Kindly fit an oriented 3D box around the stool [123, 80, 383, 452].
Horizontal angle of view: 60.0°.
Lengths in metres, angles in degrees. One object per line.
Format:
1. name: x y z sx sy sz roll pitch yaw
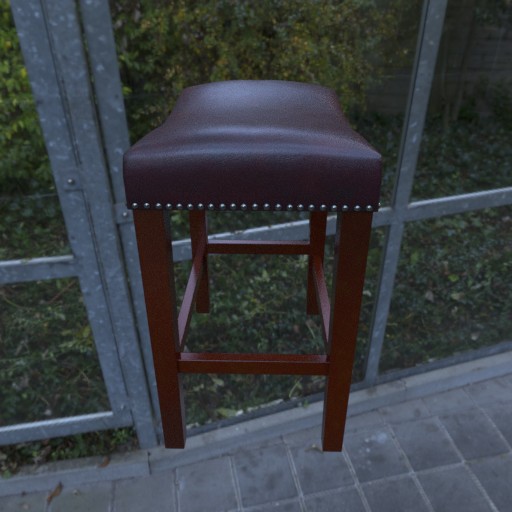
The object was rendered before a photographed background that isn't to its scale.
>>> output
1. stool: 0.000 0.000 0.965 0.372 0.657 0.504 1 30 1
